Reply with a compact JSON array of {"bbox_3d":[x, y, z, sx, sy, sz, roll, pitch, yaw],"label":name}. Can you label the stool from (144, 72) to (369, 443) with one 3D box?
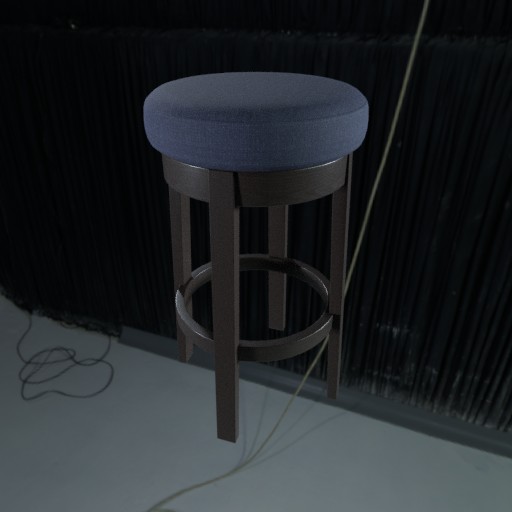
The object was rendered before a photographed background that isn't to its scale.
[{"bbox_3d":[0.000,0.000,1.025,0.446,0.758,0.446,0,30,0],"label":"stool"}]
